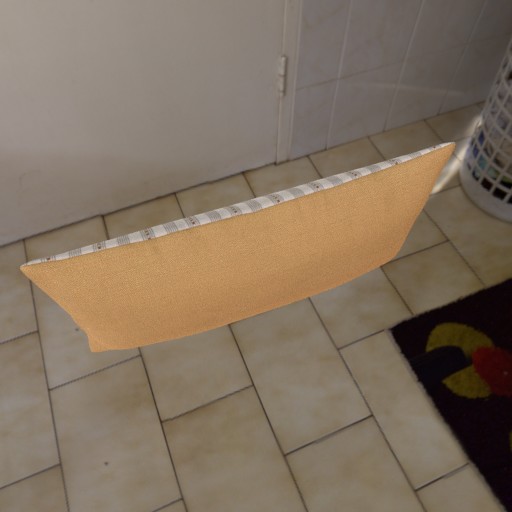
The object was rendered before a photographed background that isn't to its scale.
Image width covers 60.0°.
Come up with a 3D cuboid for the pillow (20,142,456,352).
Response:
[{"bbox_3d":[0.000,0.000,0.705,0.608,0.291,0.151,-17,59,-11],"label":"pillow"}]
